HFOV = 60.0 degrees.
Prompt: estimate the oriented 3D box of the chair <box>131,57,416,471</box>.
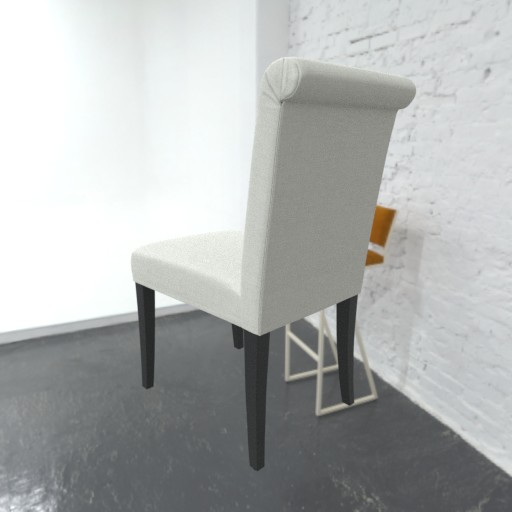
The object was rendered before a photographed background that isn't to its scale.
[{"bbox_3d":[0.000,0.000,1.314,0.452,0.976,0.708,-14,21,-42],"label":"chair"}]
